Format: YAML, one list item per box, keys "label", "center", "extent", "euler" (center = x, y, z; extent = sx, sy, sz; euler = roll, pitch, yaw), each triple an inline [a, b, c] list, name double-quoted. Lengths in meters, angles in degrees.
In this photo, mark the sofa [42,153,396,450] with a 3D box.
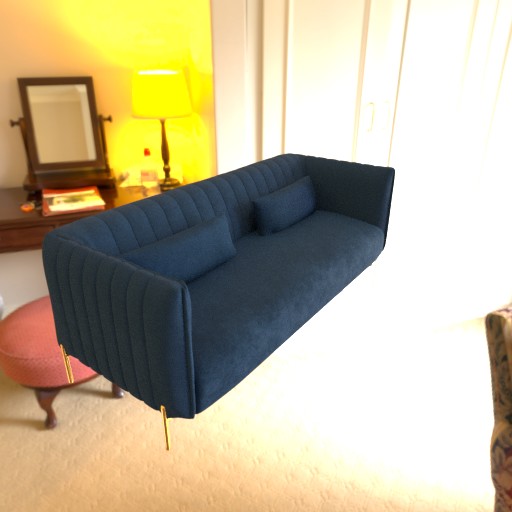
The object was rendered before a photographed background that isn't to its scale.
- label: "sofa"
  center: [0.000, 0.000, 2.598]
  extent: [0.896, 0.793, 2.136]
  euler: [17, 30, 32]
